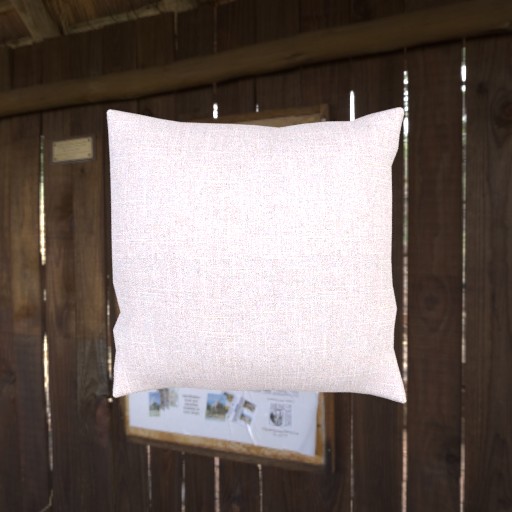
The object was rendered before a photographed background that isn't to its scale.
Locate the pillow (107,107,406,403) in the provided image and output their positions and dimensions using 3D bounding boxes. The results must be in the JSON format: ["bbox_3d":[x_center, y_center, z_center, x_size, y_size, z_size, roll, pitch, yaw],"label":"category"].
[{"bbox_3d":[0.000,0.000,0.760,0.508,0.498,0.215,0,1,2],"label":"pillow"}]
